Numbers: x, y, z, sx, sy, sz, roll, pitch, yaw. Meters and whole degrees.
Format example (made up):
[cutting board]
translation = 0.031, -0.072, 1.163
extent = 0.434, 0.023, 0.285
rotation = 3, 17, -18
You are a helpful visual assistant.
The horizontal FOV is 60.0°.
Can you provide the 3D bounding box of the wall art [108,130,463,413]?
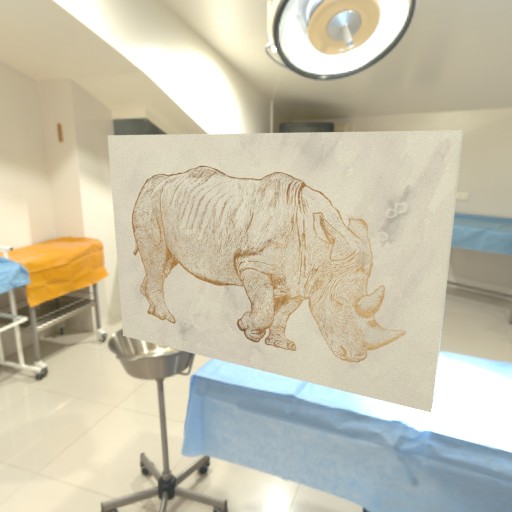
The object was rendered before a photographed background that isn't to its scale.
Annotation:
[wall art]
translation = 0.000, 0.000, 0.765
extent = 0.609, 0.407, 0.038
rotation = 7, 16, 26
